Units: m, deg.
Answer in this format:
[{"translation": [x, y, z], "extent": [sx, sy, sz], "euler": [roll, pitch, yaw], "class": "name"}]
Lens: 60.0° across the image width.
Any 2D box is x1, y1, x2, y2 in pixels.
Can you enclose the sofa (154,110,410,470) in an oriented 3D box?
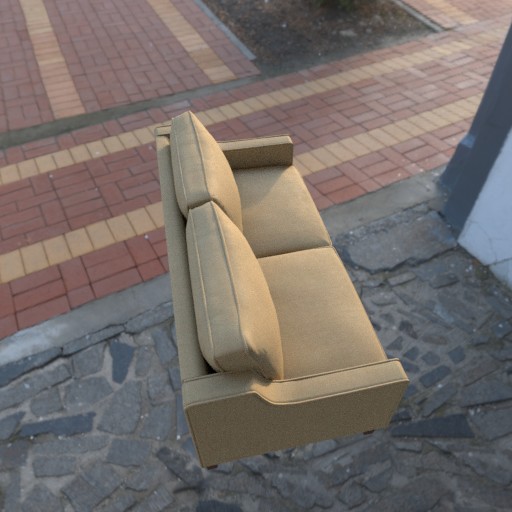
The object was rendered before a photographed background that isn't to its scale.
[{"translation": [0.000, 0.000, 2.838], "extent": [1.066, 1.071, 2.178], "euler": [-9, 47, -8], "class": "sofa"}]
